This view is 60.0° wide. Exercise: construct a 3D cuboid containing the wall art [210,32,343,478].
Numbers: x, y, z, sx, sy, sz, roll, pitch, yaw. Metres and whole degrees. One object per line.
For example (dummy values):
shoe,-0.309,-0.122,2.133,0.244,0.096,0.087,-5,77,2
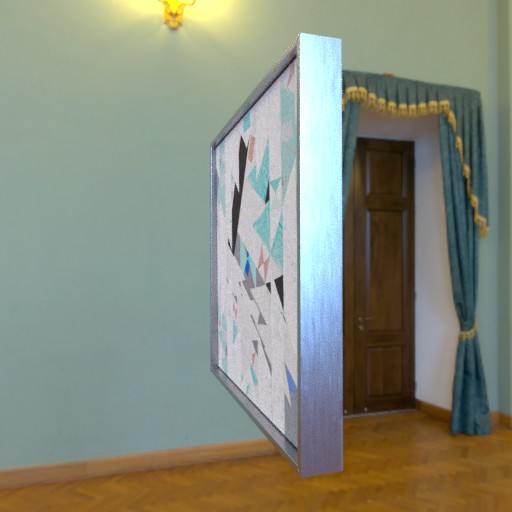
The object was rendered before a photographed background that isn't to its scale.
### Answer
wall art,0.000,0.000,0.520,0.038,0.350,0.350,0,-1,-18
